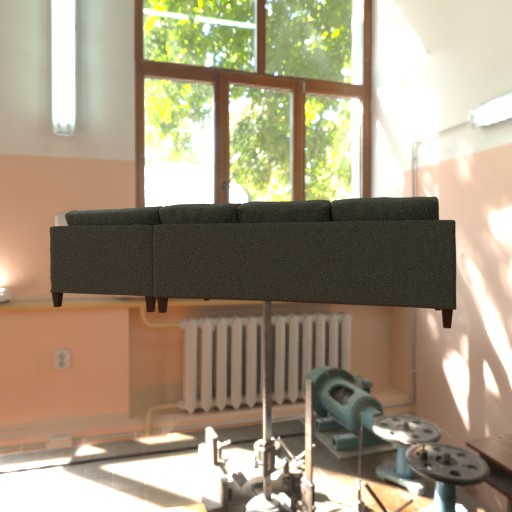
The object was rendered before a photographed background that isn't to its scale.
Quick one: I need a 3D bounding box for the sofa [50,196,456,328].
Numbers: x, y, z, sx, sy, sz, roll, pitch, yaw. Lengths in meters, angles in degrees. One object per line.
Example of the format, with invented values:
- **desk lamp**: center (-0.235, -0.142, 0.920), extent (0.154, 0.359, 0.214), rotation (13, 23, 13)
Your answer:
- **sofa**: center (0.000, 0.000, 4.023), extent (3.186, 0.861, 1.625), rotation (0, 1, 19)
